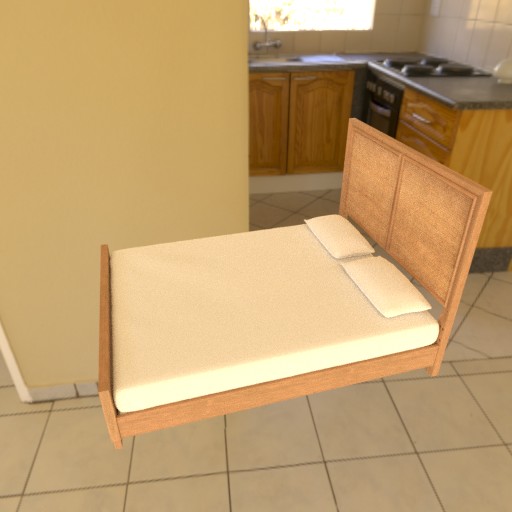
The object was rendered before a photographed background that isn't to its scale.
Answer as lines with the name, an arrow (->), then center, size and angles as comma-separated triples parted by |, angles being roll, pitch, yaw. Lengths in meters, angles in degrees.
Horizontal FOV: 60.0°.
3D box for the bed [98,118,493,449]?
bed -> 0.000, 0.000, 3.144 | 2.184, 1.387, 1.606 | -9, 32, -14
